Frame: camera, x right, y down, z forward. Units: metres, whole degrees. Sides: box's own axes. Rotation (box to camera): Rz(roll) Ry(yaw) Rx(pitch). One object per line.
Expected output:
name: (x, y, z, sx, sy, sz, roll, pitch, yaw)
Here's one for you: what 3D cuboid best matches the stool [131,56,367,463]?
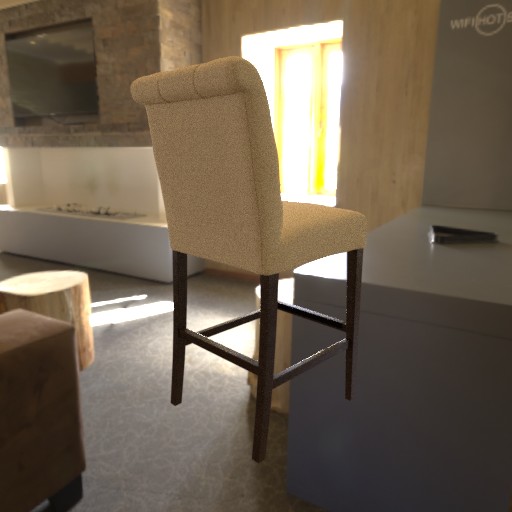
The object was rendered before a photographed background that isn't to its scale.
stool: (0.000, 0.000, 1.480, 0.610, 1.118, 0.482, -13, 19, -43)
